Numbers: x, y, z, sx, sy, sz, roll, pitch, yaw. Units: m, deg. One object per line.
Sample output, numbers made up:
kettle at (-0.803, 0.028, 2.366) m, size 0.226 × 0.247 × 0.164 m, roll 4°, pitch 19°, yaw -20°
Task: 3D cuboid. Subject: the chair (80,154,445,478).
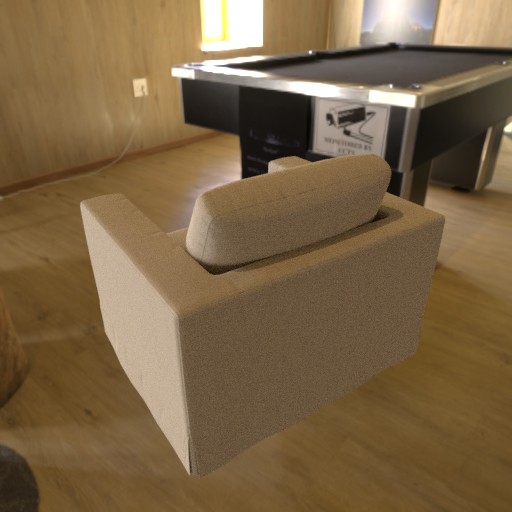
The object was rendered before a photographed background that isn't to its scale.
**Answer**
chair at (0.000, 0.000, 1.830) m, size 1.150 × 0.878 × 0.957 m, roll -18°, pitch 34°, yaw -29°
